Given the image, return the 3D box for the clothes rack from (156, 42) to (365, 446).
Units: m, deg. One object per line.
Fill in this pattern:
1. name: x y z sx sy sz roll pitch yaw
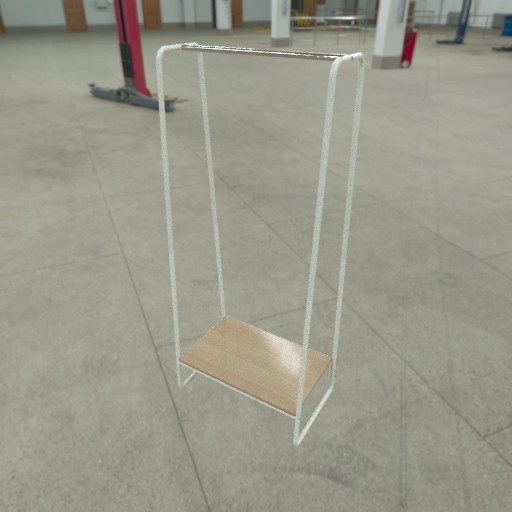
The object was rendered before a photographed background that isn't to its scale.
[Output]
1. clothes rack: 0.000 0.000 1.765 0.640 1.500 0.400 17 34 27
